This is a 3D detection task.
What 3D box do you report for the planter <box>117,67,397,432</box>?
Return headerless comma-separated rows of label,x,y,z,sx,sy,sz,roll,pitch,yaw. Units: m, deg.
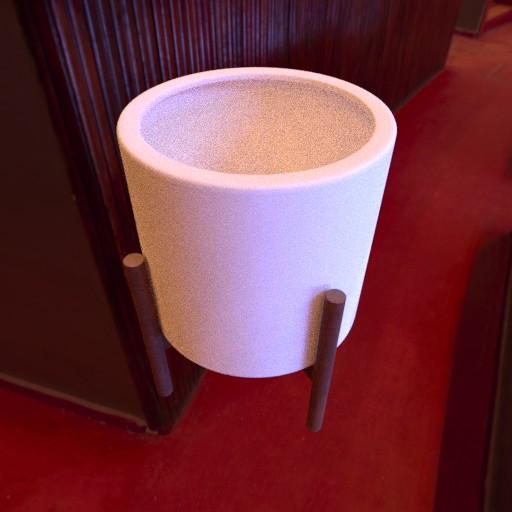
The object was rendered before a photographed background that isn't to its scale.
planter,0.000,0.000,0.869,0.420,0.581,0.421,12,43,13
